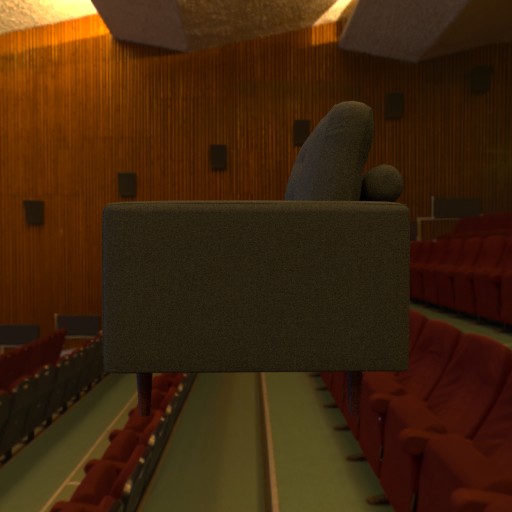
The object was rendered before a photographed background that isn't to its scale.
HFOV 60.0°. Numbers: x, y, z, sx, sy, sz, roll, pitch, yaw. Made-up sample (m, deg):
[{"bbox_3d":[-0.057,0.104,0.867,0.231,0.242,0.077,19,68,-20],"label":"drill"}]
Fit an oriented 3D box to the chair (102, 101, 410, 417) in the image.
[{"bbox_3d":[0.000,0.000,1.517,0.843,0.880,0.821,0,1,-1],"label":"chair"}]
